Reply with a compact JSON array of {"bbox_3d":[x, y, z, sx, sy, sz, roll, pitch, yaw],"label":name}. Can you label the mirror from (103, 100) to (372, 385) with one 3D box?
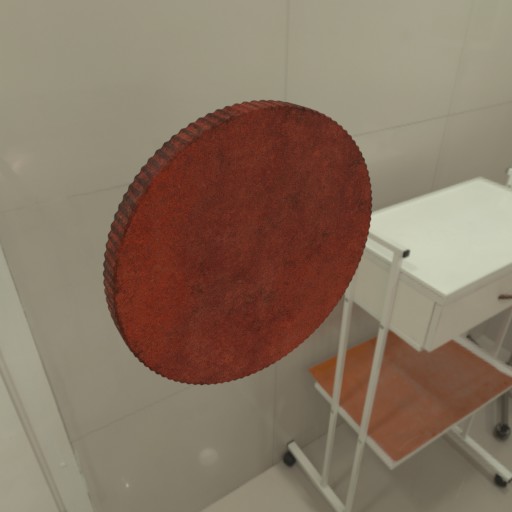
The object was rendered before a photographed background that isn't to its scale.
[{"bbox_3d":[0.000,0.000,0.912,0.609,0.609,0.056,-19,36,-28],"label":"mirror"}]
